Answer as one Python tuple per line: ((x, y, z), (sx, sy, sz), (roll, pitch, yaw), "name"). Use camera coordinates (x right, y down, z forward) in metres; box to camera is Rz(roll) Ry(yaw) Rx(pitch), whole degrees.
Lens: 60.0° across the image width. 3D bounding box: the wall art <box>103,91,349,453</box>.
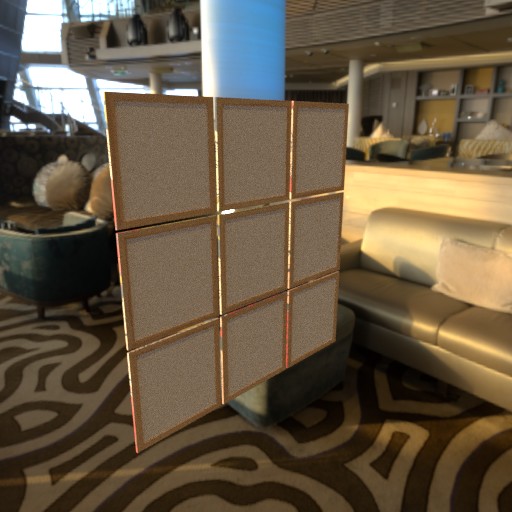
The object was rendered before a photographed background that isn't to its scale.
((0.000, 0.000, 2.297), (1.519, 1.534, 0.013), (-16, 23, -43), "wall art")
